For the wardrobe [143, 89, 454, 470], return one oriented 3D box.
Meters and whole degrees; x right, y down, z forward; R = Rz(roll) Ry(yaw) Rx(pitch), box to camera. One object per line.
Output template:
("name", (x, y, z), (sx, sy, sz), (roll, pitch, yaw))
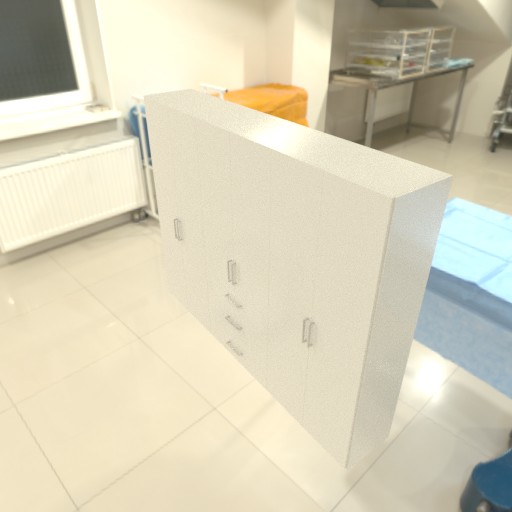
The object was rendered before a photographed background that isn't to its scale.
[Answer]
("wardrobe", (0.000, 0.000, 4.033), (0.580, 2.360, 3.000), (-22, 38, -31))
